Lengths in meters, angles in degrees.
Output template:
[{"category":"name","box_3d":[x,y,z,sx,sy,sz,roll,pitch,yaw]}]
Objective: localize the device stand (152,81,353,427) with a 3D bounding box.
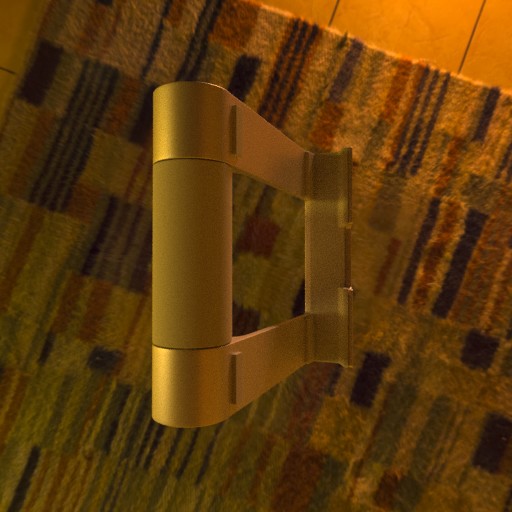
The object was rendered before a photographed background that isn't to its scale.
[{"category":"device stand","box_3d":[0.000,0.000,0.152,0.079,0.084,0.086,0,89,0]}]
